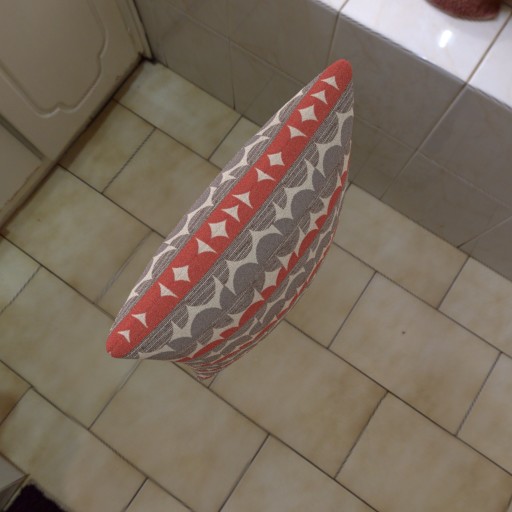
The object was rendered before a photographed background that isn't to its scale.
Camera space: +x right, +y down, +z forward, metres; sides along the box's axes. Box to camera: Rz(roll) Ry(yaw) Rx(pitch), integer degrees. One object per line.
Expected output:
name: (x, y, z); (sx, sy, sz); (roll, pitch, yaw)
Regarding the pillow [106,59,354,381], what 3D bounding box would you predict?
pillow: (0.000, 0.000, 0.658); (0.180, 0.410, 0.420); (36, 79, 8)
